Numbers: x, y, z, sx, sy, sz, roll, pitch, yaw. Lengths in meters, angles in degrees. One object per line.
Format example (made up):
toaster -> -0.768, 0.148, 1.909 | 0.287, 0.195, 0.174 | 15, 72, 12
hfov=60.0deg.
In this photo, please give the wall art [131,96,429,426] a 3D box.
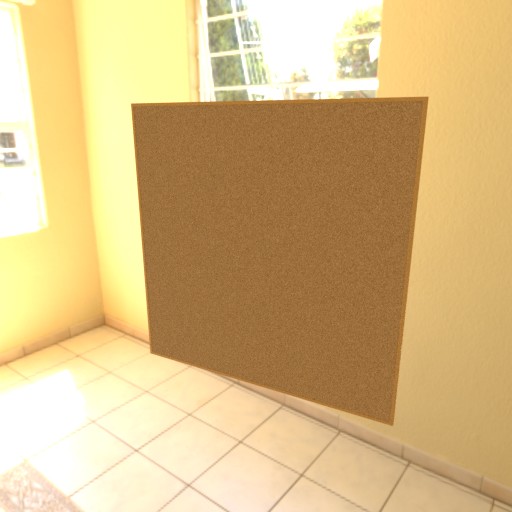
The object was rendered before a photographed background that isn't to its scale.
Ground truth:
wall art -> 0.000, 0.000, 1.449 | 0.962, 0.959, 0.013 | 9, 19, 26
